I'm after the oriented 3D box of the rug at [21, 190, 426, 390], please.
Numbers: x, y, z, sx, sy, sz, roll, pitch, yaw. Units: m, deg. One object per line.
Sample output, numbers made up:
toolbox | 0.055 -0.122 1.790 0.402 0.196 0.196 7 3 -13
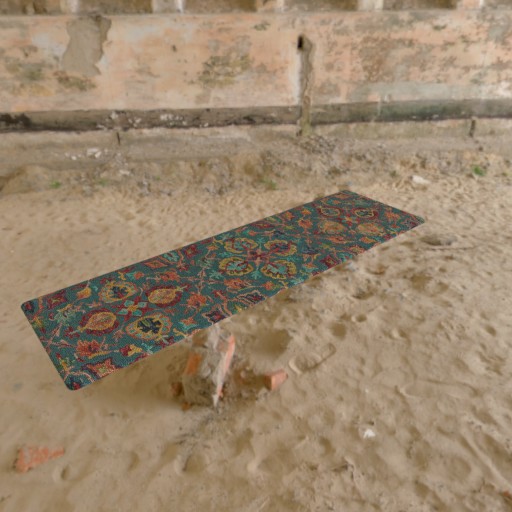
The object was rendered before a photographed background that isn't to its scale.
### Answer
rug | 0.000 0.000 2.456 2.286 0.013 0.686 -22 37 -33
